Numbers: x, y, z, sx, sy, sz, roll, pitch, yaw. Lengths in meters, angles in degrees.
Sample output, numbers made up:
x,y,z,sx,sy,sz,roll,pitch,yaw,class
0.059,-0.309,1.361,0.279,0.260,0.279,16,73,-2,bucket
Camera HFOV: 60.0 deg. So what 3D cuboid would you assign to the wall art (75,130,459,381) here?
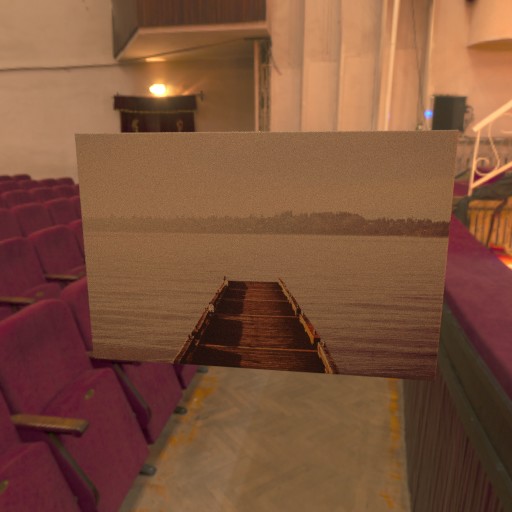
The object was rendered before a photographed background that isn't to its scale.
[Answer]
x,y,z,sx,sy,sz,roll,pitch,yaw,class
0.000,0.000,0.758,0.615,0.410,0.021,2,13,8,wall art
